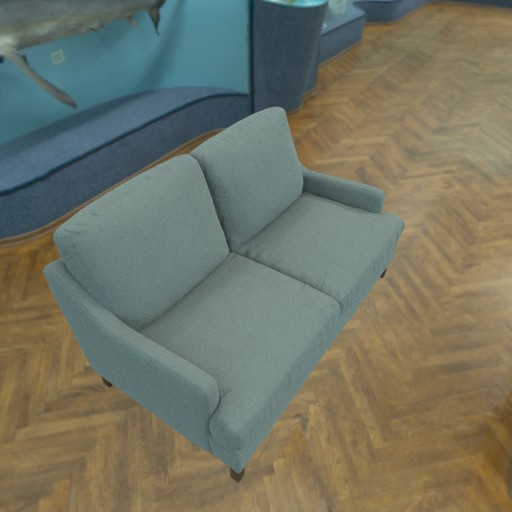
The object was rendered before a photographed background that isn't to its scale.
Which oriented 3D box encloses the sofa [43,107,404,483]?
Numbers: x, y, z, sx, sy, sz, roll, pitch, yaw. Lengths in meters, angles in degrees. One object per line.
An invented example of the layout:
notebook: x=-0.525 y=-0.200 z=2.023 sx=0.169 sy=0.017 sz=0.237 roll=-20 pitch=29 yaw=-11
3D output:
sofa: x=0.000 y=0.000 z=2.172 sx=0.987 sy=0.921 sz=1.589 roll=24 pitch=46 yaw=26
